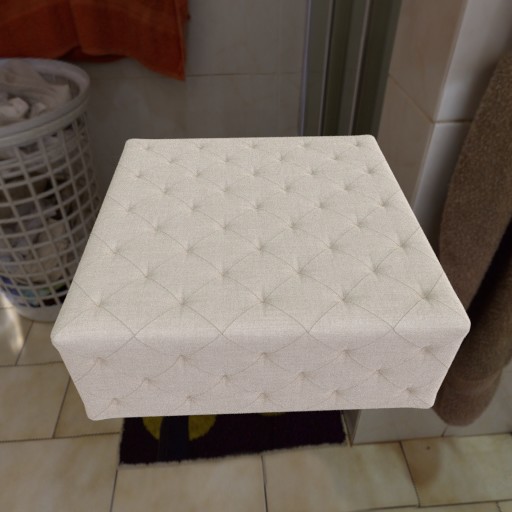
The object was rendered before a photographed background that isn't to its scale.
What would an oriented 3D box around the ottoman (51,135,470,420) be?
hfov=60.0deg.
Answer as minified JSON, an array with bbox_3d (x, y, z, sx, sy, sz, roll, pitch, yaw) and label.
[{"bbox_3d":[0.000,0.000,1.570,1.028,0.439,1.028,-1,41,-2],"label":"ottoman"}]
